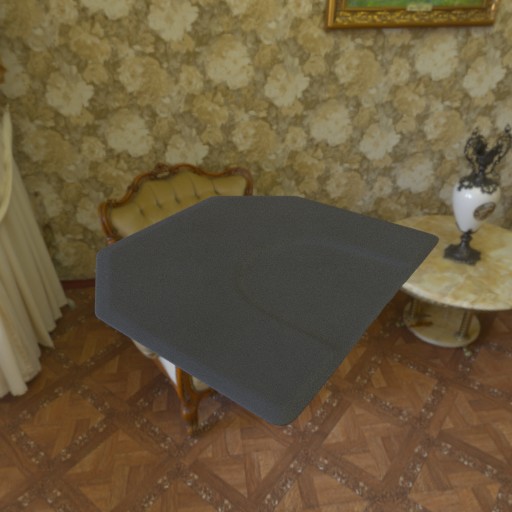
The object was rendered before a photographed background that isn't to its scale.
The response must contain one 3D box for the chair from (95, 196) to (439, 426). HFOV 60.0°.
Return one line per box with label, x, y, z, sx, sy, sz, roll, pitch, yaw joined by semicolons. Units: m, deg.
chair;0.000;0.000;1.972;1.219;0.024;1.372;21;37;31
